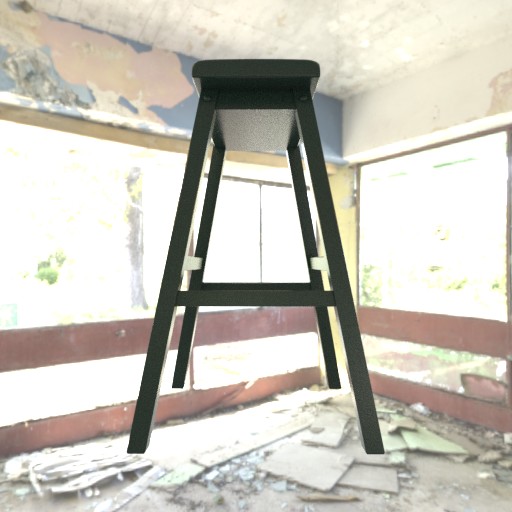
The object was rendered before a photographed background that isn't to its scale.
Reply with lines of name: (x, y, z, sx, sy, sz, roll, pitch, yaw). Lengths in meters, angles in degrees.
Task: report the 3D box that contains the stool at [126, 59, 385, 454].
stool: (0.000, 0.000, 1.050, 0.476, 0.737, 0.457, 0, -1, 0)
